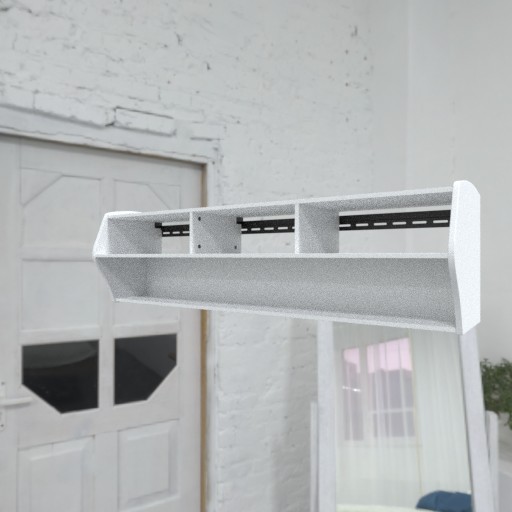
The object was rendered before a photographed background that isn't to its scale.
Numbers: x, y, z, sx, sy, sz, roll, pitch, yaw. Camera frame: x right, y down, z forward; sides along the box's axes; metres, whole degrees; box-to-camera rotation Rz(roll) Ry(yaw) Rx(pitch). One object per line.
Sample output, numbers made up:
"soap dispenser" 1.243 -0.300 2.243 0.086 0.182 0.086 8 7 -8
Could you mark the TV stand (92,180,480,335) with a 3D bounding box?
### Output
"TV stand" 0.000 0.000 1.677 1.473 0.424 0.397 0 0 35
